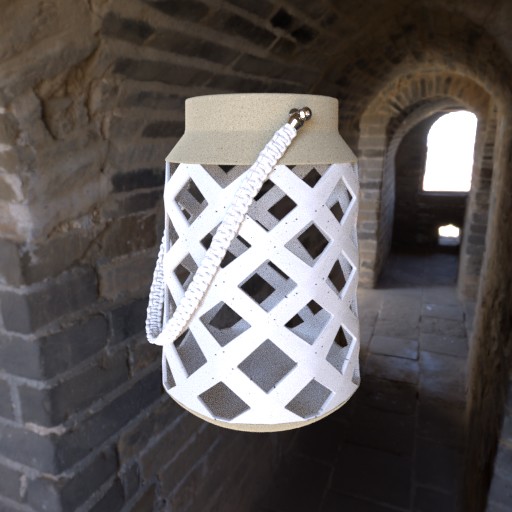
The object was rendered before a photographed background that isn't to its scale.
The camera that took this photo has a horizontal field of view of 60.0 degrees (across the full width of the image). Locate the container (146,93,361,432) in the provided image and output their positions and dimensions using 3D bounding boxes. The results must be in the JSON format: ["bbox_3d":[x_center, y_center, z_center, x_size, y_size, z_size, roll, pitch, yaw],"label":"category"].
[{"bbox_3d":[0.000,0.000,0.398,0.198,0.264,0.188,-7,16,-24],"label":"container"}]
